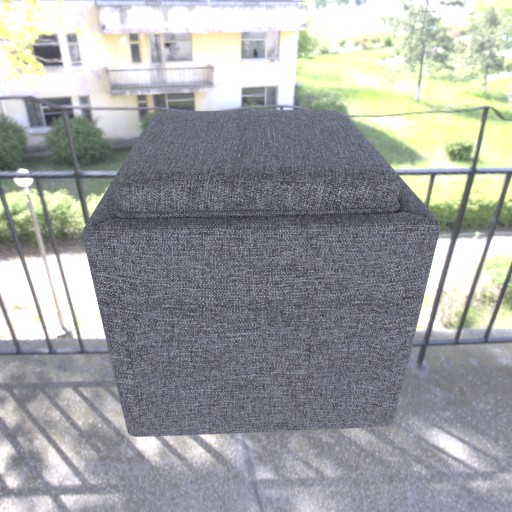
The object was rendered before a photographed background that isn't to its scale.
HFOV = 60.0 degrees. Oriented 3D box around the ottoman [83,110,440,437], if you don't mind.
[{"bbox_3d":[0.000,0.000,0.817,0.450,0.460,0.450,-1,31,-2],"label":"ottoman"}]
